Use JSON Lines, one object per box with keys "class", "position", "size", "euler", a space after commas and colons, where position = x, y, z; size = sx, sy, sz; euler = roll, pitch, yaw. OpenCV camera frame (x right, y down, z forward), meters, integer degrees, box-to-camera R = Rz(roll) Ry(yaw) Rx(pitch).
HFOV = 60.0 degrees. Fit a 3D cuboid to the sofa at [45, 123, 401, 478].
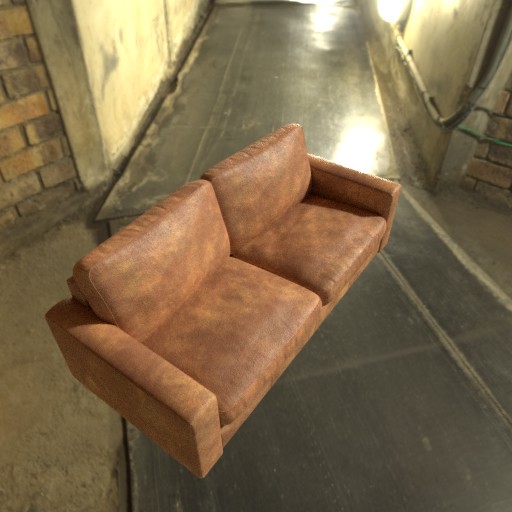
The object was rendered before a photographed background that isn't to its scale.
{"class": "sofa", "position": [0.000, 0.000, 2.697], "size": [1.016, 0.873, 2.179], "euler": [26, 48, 26]}
